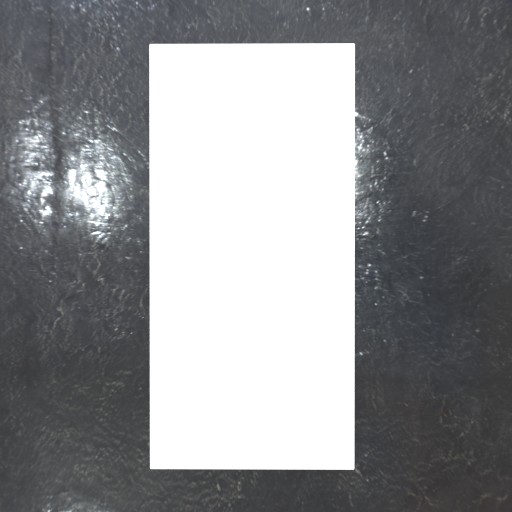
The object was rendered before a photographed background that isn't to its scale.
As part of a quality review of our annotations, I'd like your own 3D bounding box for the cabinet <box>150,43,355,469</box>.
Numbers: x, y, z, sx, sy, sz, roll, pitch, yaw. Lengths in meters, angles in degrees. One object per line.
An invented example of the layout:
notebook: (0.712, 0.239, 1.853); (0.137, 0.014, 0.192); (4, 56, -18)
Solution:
cabinet: (0.000, 0.000, 1.213); (0.398, 0.761, 0.800); (0, 90, 0)
